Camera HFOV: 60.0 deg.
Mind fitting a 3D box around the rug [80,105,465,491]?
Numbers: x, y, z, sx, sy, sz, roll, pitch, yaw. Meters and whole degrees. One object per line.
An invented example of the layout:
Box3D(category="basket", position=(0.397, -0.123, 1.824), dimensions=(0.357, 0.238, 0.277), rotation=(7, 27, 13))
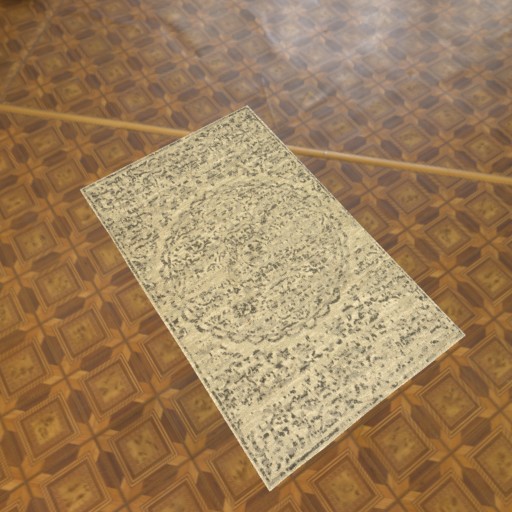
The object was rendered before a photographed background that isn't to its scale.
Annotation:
Box3D(category="rug", position=(0.000, 0.000, 3.071), dimensions=(1.527, 0.021, 2.447), rotation=(-32, 67, -15))
